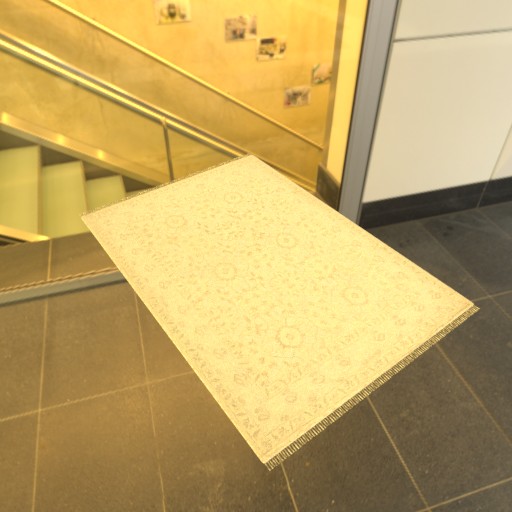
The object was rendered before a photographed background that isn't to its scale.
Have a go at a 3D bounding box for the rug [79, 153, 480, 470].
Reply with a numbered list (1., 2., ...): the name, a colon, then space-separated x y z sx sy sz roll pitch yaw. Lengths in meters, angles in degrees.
1. rug: 0.000 0.000 2.847 1.514 0.011 2.233 -26 48 -26
